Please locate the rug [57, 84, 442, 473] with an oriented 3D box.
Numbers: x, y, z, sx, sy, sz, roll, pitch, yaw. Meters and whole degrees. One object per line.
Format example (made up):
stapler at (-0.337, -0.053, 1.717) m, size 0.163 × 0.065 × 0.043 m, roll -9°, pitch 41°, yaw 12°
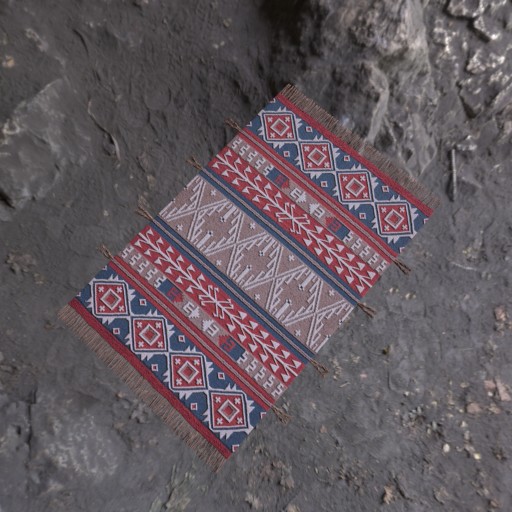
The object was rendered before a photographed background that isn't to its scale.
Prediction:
rug at (0.000, 0.000, 2.573) m, size 1.469 × 0.040 × 2.025 m, roll 41°, pitch 79°, yaw 10°
